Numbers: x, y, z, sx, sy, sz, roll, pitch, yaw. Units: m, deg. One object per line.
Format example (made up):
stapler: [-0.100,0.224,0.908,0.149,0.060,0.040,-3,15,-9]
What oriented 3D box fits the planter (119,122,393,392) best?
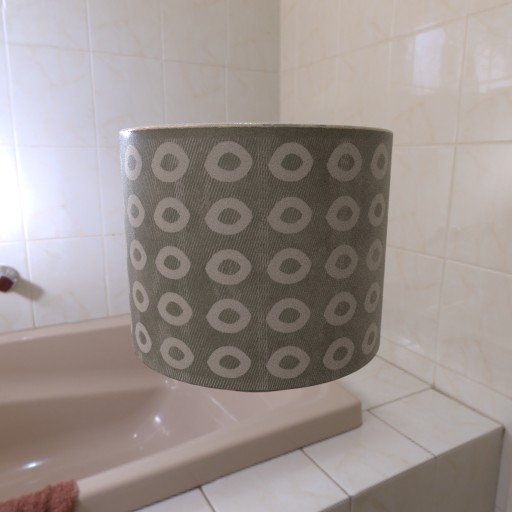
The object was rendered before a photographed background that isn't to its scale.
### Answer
planter: [0.000,0.000,0.339,0.190,0.181,0.190,0,12,0]
